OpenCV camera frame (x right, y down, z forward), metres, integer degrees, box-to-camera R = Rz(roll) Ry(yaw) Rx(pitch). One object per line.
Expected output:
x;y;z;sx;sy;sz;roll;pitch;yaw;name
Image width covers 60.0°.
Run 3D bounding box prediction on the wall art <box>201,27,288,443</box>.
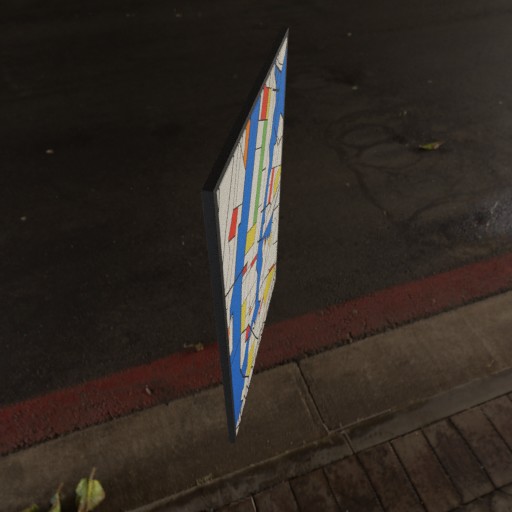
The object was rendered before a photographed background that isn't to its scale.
0.000;0.000;0.836;0.013;0.657;0.457;9;47;9;wall art
